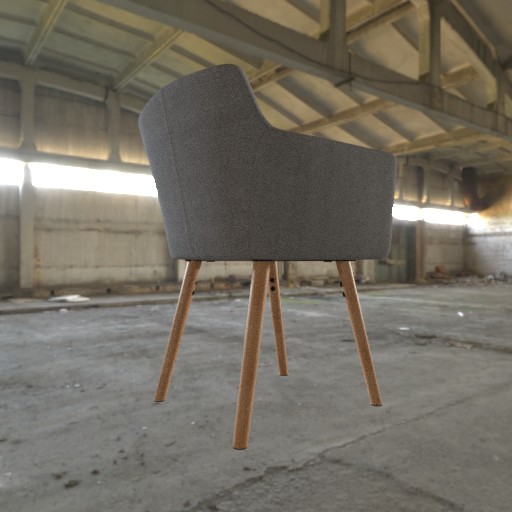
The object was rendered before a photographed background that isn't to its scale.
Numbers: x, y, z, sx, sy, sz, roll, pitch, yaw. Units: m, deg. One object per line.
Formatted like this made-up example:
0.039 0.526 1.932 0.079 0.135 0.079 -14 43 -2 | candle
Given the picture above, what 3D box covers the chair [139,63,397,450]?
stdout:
0.000 0.000 1.166 0.540 0.780 0.570 0 -1 -37 | chair
